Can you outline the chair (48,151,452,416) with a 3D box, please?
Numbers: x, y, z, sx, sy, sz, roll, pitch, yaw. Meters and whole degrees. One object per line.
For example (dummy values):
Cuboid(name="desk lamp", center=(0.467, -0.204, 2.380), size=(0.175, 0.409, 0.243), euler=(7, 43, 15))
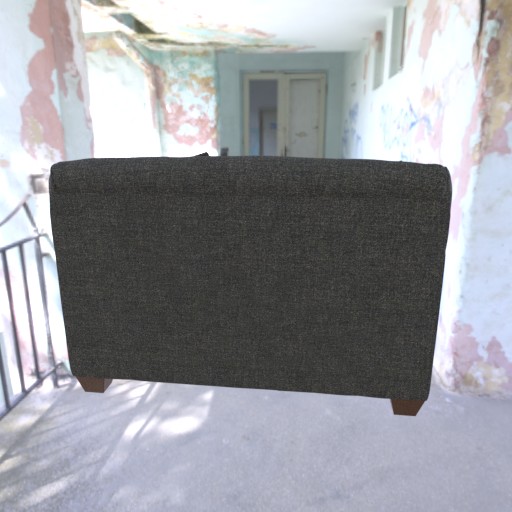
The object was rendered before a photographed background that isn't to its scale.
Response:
Cuboid(name="chair", center=(0.000, 0.000, 2.026), size=(1.383, 0.948, 1.000), euler=(2, 16, 7))
